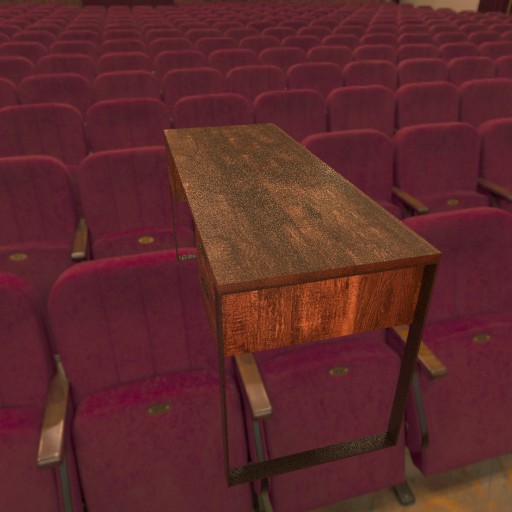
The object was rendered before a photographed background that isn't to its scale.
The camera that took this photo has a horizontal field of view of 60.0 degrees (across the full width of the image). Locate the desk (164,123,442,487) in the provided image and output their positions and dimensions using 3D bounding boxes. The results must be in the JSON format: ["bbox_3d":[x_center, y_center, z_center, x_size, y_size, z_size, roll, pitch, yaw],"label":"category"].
[{"bbox_3d":[0.000,0.000,1.918,0.599,0.762,1.524,-7,30,-13],"label":"desk"}]
